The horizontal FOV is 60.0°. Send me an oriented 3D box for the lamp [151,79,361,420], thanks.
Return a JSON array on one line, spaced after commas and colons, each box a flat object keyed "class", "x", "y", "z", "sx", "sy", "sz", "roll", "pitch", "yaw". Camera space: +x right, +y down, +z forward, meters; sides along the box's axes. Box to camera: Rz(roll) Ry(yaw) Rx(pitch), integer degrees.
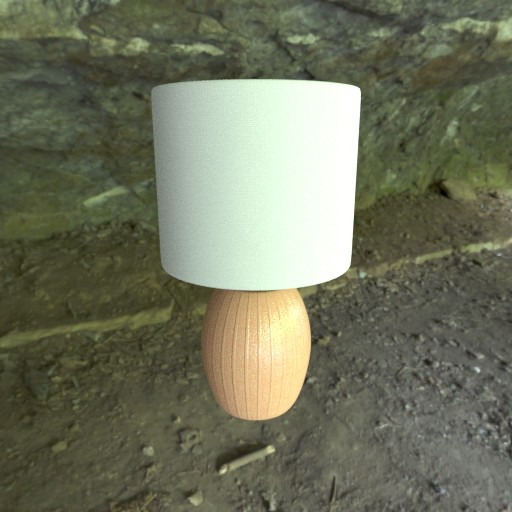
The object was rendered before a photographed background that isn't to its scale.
[{"class": "lamp", "x": 0.000, "y": 0.000, "z": 0.784, "sx": 0.329, "sy": 0.570, "sz": 0.329, "roll": 0, "pitch": 16, "yaw": 0}]
